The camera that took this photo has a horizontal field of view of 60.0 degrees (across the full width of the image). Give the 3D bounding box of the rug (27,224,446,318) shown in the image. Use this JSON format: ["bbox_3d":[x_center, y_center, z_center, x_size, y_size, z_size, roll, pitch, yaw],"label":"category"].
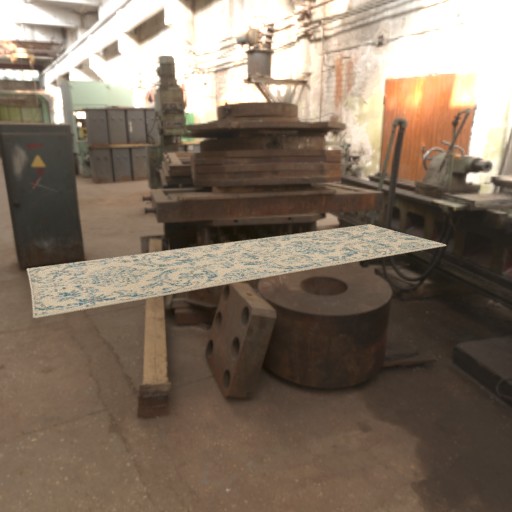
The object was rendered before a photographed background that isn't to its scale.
[{"bbox_3d":[0.000,0.000,2.390,2.196,0.011,0.662,-8,18,-27],"label":"rug"}]
